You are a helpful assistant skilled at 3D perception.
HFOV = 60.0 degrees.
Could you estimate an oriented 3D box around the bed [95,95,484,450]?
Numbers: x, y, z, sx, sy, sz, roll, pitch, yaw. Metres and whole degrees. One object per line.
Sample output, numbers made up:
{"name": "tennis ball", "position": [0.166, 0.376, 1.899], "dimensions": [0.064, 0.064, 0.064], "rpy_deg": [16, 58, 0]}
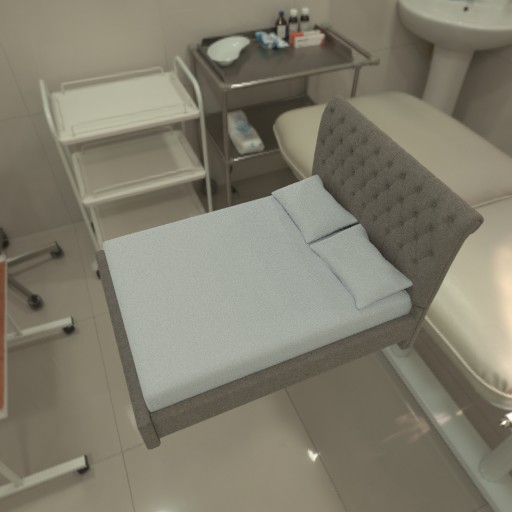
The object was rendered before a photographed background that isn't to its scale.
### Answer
{"name": "bed", "position": [0.000, 0.000, 3.301], "dimensions": [2.252, 1.371, 1.645], "rpy_deg": [-17, 49, -16]}
